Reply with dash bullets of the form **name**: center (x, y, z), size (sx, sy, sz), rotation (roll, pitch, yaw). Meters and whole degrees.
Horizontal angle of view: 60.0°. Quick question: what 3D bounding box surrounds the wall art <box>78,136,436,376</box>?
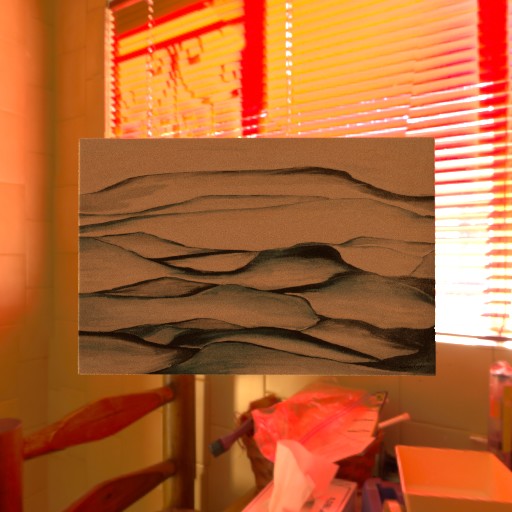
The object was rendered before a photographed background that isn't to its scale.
- **wall art**: center (0.000, 0.000, 1.152), size (0.914, 0.609, 0.039), rotation (0, 0, 1)
